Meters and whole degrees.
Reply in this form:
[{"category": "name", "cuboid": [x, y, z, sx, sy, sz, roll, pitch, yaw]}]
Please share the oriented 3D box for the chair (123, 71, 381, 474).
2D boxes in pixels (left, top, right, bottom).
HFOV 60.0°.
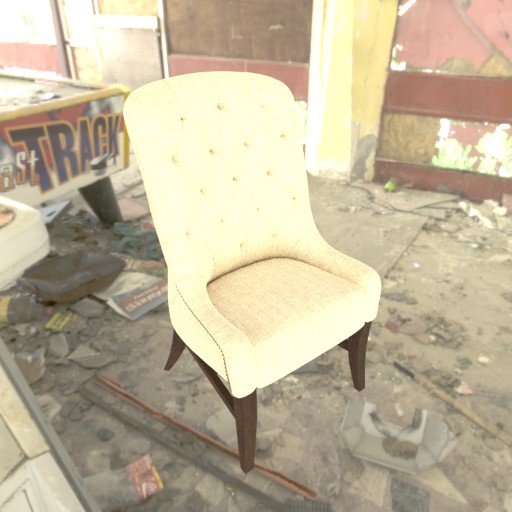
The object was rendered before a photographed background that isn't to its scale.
[{"category": "chair", "cuboid": [0.000, 0.000, 1.484, 0.634, 1.091, 0.629, -21, 36, -33]}]
